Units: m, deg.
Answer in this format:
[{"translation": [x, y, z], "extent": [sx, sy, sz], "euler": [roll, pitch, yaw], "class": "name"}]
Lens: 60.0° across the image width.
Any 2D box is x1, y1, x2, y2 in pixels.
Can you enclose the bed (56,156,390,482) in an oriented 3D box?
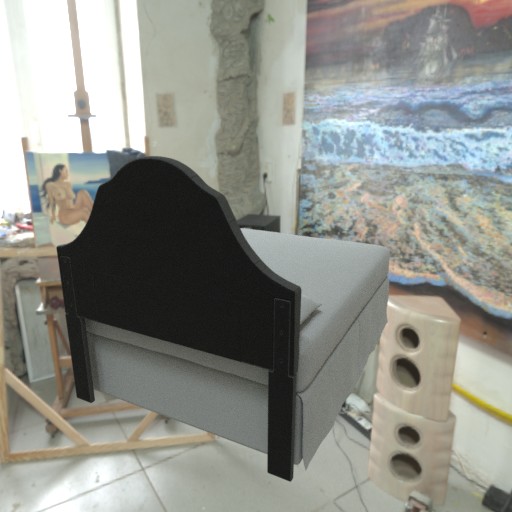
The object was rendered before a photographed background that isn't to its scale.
[{"translation": [0.000, 0.000, 3.242], "extent": [1.636, 1.575, 2.155], "euler": [9, 19, 26], "class": "bed"}]
